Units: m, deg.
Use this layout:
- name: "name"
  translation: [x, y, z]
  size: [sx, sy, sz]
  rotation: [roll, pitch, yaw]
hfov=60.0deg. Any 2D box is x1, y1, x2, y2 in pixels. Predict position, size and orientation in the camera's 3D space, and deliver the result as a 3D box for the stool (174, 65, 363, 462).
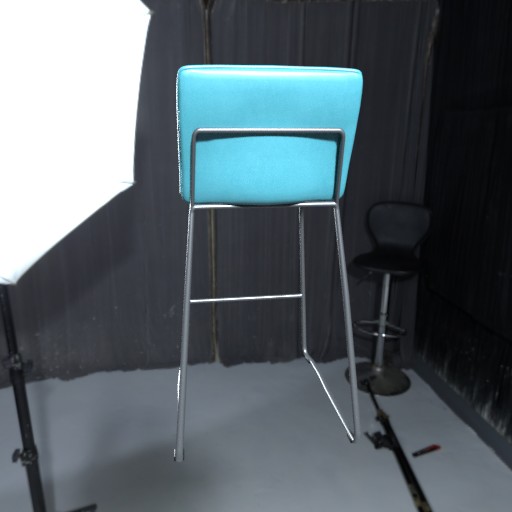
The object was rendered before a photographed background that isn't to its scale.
- name: "stool"
  translation: [0.000, 0.000, 1.253]
  size: [0.489, 0.936, 0.524]
  rotation: [-2, 16, -8]
